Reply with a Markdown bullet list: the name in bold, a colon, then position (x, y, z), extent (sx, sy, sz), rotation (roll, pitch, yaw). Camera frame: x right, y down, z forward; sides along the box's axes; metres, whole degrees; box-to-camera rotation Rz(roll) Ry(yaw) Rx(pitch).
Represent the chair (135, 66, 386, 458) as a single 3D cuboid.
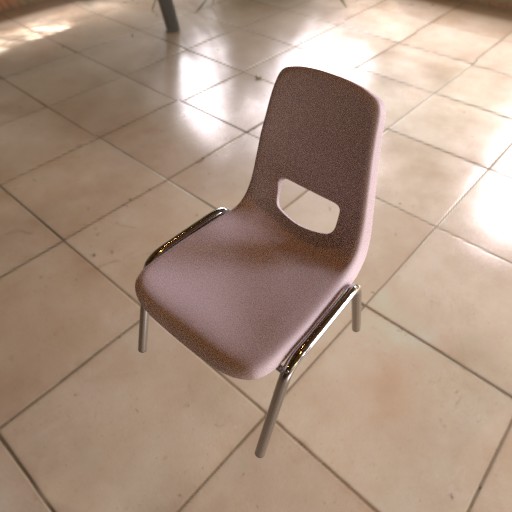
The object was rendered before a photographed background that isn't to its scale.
- **chair**: position (0.000, 0.000, 0.792), extent (0.354, 0.536, 0.385), rotation (32, 54, 27)
